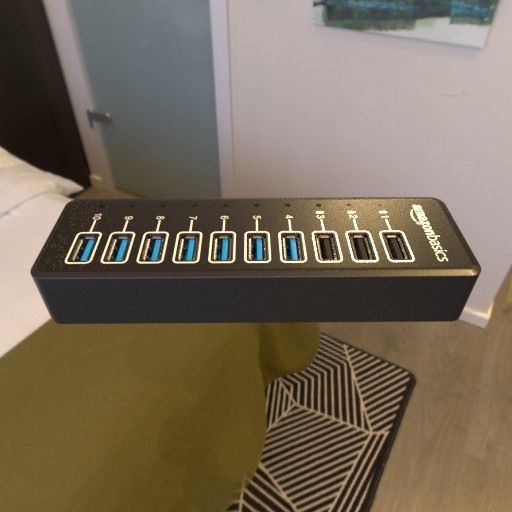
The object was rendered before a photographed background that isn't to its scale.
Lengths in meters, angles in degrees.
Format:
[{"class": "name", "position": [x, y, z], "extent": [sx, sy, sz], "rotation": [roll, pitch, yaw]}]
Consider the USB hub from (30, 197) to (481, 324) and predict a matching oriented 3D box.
[{"class": "USB hub", "position": [0.000, 0.000, 0.163], "extent": [0.145, 0.023, 0.044], "rotation": [0, 42, 0]}]
